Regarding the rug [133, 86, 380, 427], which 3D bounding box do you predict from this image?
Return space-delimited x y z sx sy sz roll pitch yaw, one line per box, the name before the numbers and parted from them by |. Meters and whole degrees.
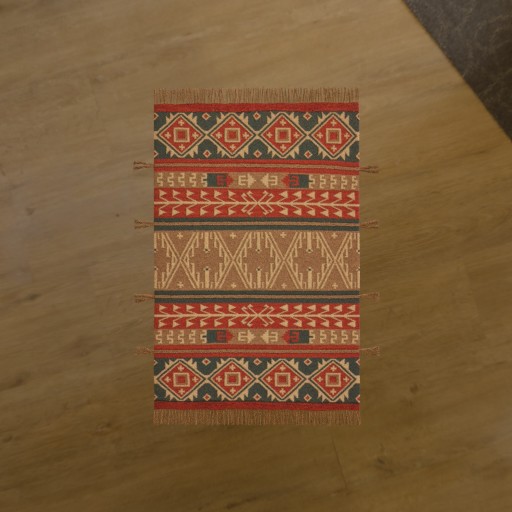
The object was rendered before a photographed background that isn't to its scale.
rug | 0.000 0.000 2.636 1.469 0.040 2.025 0 90 1
